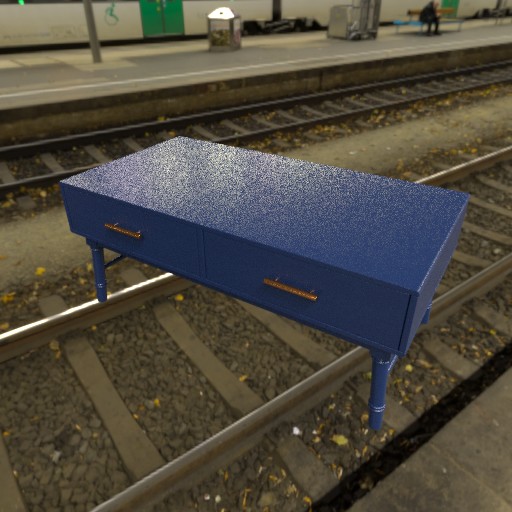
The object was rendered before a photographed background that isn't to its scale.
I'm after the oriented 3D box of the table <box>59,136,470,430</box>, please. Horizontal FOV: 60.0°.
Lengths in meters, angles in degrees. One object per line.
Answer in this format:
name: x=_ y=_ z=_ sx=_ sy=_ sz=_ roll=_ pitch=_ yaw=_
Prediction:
table: x=0.000 y=0.000 z=1.396 sx=1.067 sy=0.457 sz=0.572 roll=18 pitch=36 yaw=27
